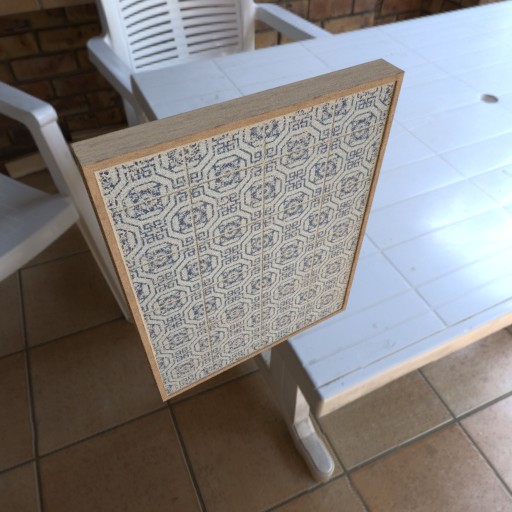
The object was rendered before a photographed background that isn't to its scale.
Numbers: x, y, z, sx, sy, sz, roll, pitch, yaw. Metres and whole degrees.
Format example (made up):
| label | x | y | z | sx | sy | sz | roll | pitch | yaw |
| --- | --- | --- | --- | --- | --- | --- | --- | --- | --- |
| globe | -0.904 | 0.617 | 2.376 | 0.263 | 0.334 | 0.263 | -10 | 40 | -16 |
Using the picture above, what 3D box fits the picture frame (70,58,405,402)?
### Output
| label | x | y | z | sx | sy | sz | roll | pitch | yaw |
| --- | --- | --- | --- | --- | --- | --- | --- | --- | --- |
| picture frame | 0.000 | 0.000 | 0.713 | 0.421 | 0.526 | 0.046 | -23 | 51 | -20 |
